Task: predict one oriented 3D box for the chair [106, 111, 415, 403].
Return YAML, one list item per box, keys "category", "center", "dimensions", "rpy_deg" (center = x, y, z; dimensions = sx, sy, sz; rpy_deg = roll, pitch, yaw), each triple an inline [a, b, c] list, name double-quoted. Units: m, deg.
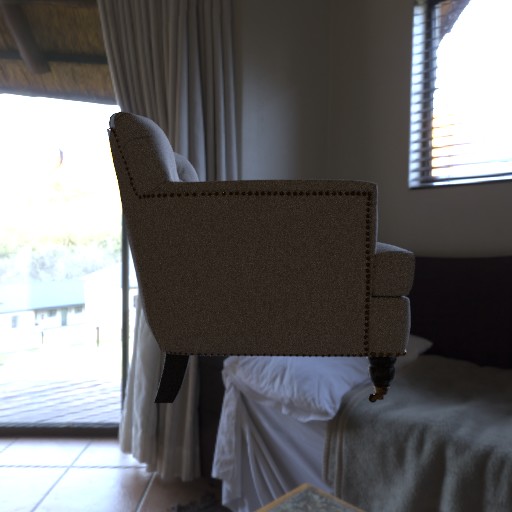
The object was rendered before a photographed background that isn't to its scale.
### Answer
- category: "chair"
  center: [0.000, 0.000, 1.545]
  dimensions: [0.902, 0.823, 0.737]
  rpy_deg: [0, 0, 1]
